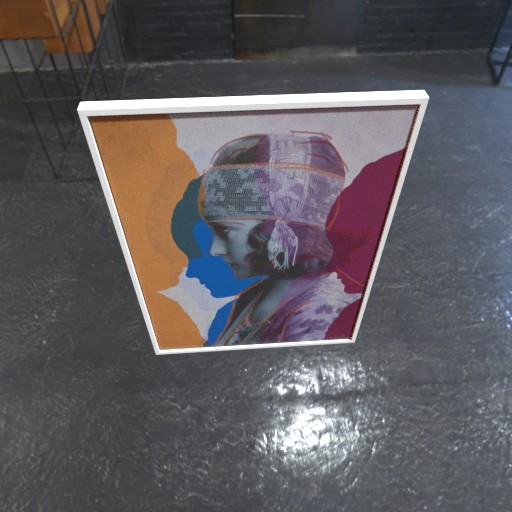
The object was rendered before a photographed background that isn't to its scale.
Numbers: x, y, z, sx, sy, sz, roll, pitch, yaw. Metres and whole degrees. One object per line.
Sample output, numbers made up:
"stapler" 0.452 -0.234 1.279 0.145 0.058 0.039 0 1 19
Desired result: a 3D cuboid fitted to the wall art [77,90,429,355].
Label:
"wall art" 0.000 0.000 1.396 0.795 1.050 0.039 -3 47 -3
